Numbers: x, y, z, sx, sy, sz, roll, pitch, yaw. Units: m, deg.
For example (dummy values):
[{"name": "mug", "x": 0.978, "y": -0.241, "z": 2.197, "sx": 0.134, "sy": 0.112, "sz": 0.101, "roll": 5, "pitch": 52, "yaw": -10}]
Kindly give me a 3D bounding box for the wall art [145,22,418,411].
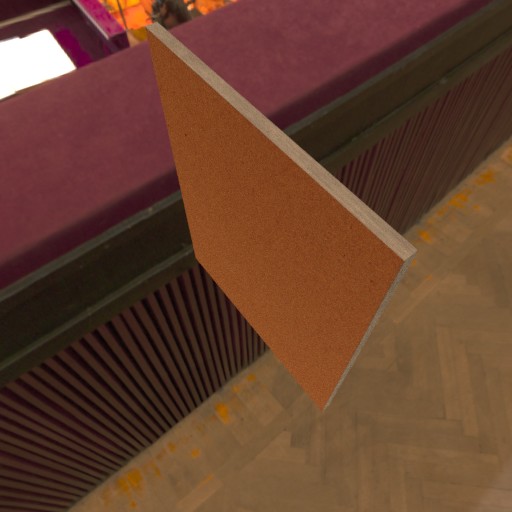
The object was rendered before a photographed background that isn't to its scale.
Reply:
[{"name": "wall art", "x": 0.000, "y": 0.000, "z": 0.779, "sx": 0.020, "sy": 0.613, "sz": 0.481, "roll": -33, "pitch": 64, "yaw": -19}]
